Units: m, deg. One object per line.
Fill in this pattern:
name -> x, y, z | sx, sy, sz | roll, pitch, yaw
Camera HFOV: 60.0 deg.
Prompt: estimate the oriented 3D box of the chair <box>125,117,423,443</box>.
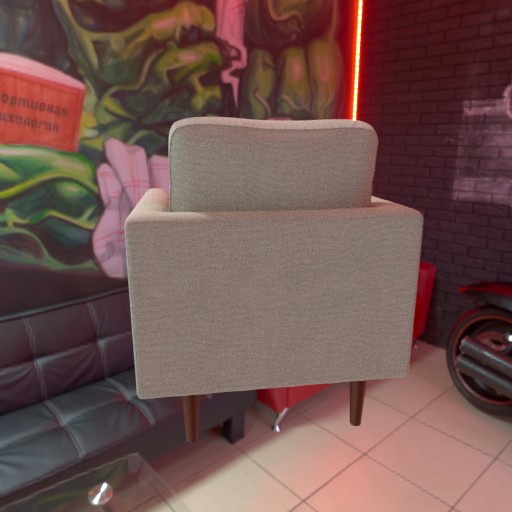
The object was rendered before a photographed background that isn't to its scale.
chair -> 0.000, 0.000, 1.647 | 0.858, 0.957, 0.899 | -2, 15, -9
